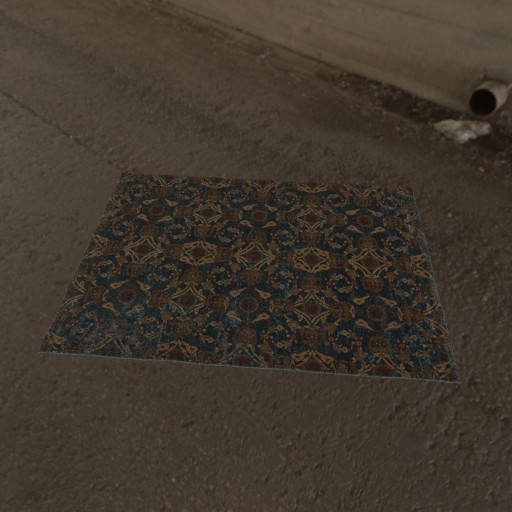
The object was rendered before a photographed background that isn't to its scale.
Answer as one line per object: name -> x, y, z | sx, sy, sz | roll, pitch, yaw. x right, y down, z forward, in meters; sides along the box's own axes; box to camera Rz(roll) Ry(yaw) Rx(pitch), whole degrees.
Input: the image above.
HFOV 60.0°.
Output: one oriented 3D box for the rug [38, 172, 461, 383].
rug -> 0.000, 0.000, 4.216 | 3.291, 0.013, 2.337 | 3, 48, 3
